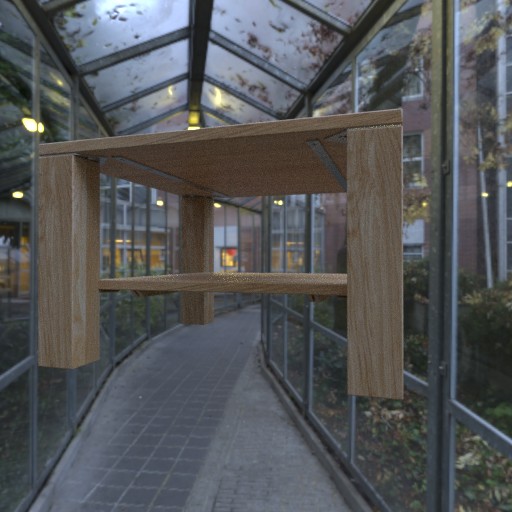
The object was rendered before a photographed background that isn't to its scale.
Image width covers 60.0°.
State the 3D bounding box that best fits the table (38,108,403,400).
[{"bbox_3d":[0.000,0.000,1.121,0.700,0.450,0.700,0,0,18],"label":"table"}]
